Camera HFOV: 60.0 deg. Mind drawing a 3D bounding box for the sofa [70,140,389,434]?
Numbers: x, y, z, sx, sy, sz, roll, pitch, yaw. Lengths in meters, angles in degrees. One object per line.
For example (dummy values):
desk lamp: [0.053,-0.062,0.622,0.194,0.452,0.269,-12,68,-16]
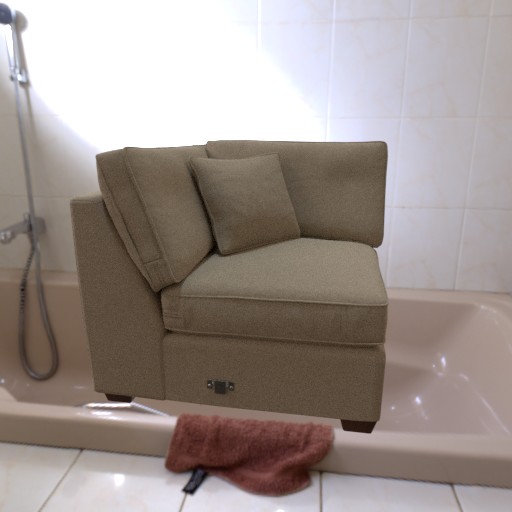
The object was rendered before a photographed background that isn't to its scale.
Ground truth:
sofa: [0.000,0.000,1.999,1.146,1.002,1.084,3,16,9]
